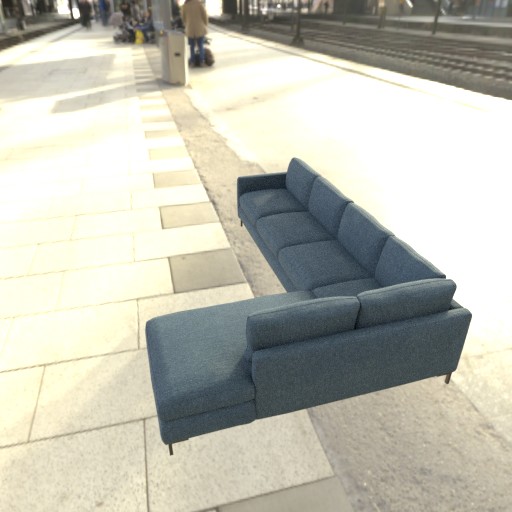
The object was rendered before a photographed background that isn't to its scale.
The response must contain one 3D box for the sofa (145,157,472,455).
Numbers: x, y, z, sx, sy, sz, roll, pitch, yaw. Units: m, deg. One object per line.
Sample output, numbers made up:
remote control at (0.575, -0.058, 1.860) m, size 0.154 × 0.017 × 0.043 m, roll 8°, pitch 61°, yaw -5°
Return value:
sofa at (0.000, 0.000, 3.836) m, size 2.007 × 0.815 × 2.949 m, roll -8°, pitch 31°, yaw -14°
